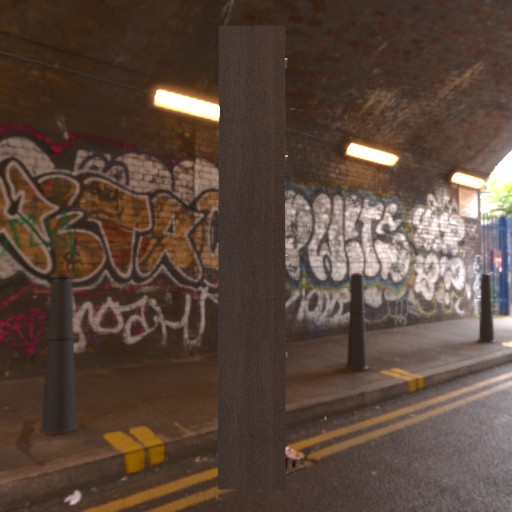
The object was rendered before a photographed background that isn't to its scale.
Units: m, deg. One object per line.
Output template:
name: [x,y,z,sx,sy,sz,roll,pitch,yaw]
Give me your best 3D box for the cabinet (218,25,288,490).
cabinet: [0.000,0.000,1.815,0.255,1.630,0.520,0,-2,1]
